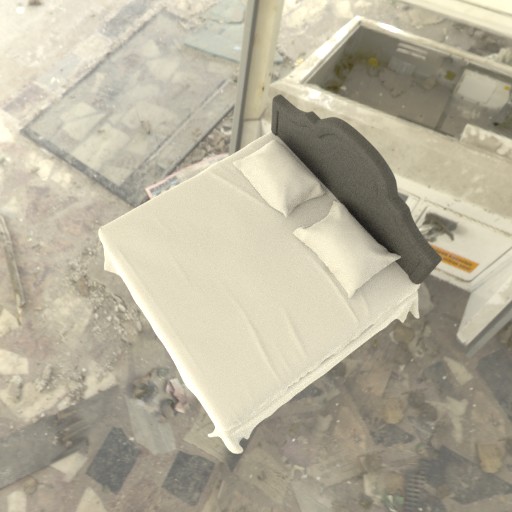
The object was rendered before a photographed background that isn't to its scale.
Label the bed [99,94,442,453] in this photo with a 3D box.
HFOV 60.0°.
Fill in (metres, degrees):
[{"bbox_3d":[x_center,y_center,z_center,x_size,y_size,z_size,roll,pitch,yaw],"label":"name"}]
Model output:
[{"bbox_3d":[0.000,0.000,3.682,2.222,1.631,2.303,-33,69,-15],"label":"bed"}]
